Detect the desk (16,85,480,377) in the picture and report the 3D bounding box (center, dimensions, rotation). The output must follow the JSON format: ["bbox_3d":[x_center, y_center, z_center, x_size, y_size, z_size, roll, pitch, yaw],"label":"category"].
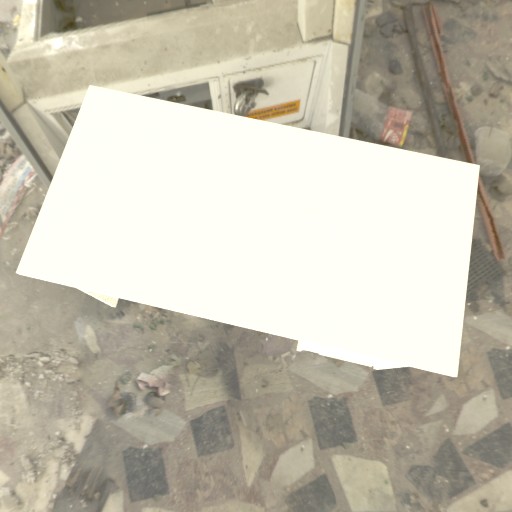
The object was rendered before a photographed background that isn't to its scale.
[{"bbox_3d":[0.000,0.000,1.497,1.097,0.735,0.560,13,75,4],"label":"desk"}]
